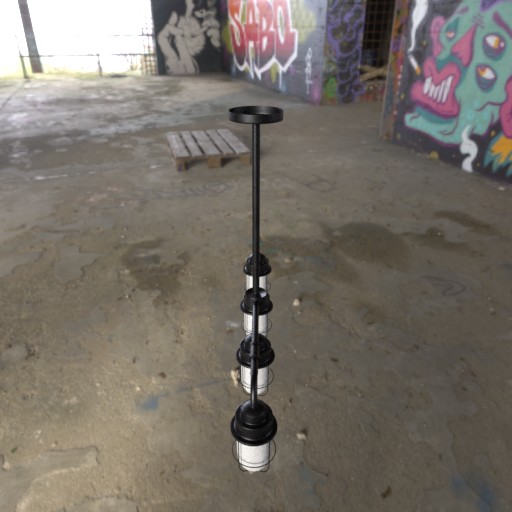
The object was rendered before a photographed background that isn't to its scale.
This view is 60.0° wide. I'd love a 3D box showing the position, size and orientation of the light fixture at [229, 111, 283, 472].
[{"bbox_3d":[0.000,0.000,1.239,0.131,0.785,0.852,0,27,1],"label":"light fixture"}]
